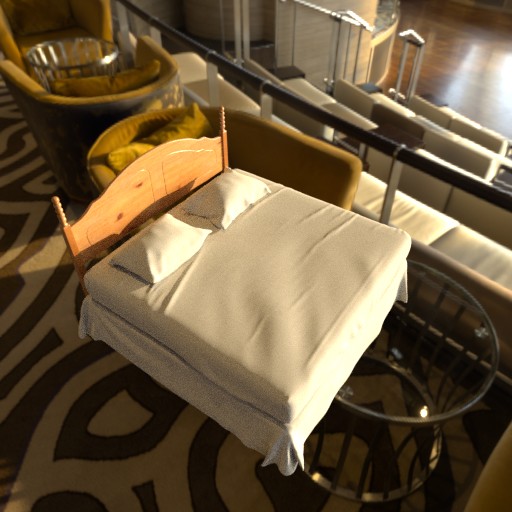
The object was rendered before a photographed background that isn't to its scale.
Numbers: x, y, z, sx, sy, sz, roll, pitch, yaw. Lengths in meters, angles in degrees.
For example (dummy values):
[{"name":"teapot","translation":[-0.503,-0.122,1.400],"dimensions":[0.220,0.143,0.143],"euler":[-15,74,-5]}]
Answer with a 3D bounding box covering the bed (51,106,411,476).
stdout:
[{"name":"bed","translation":[0.000,0.000,3.656],"dimensions":[2.219,1.355,2.322],"euler":[26,48,26]}]
